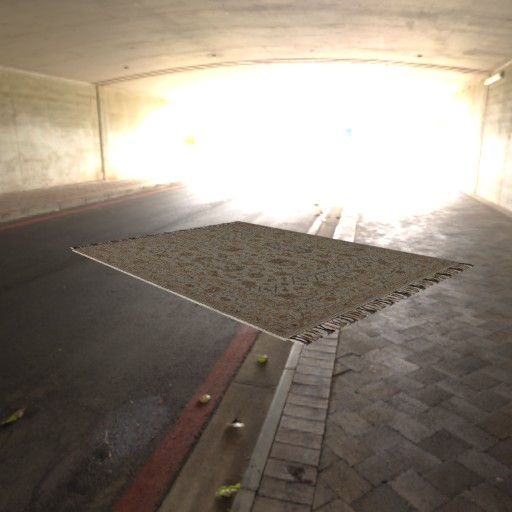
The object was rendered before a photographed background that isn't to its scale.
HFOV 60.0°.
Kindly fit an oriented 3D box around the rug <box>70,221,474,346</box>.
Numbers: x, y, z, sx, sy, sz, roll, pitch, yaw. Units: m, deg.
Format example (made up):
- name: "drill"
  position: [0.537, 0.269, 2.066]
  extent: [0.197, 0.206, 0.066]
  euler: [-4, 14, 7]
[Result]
- name: "rug"
  position: [0.000, 0.000, 2.310]
  extent: [1.278, 0.009, 1.726]
  euler: [-13, 19, -42]
